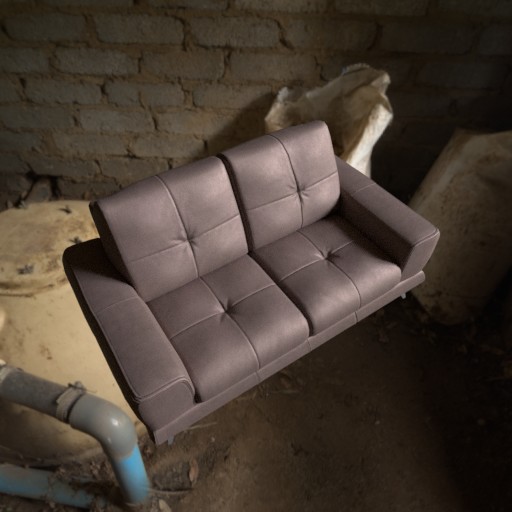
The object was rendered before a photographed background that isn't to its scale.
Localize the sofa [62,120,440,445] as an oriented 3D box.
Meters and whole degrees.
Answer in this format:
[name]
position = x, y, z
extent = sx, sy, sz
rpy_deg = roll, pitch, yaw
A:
[sofa]
position = 0.000, 0.000, 2.389
extent = 1.806, 0.907, 1.018
rpy_deg = -26, 52, -22
